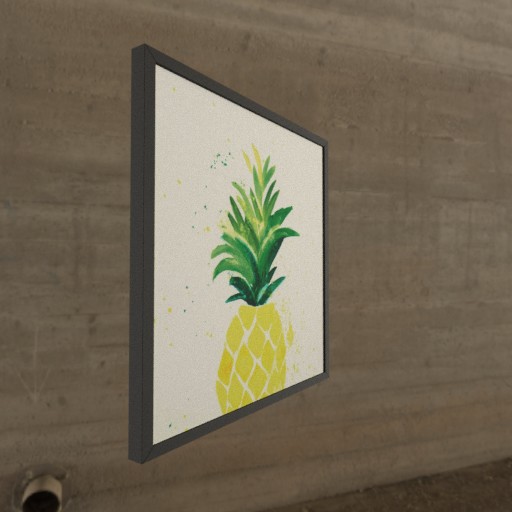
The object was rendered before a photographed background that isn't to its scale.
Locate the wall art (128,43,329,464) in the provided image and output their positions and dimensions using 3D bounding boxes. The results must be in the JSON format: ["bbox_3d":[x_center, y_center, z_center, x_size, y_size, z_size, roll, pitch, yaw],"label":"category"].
[{"bbox_3d":[0.000,0.000,1.122,0.037,0.760,0.762,-1,-2,35],"label":"wall art"}]
